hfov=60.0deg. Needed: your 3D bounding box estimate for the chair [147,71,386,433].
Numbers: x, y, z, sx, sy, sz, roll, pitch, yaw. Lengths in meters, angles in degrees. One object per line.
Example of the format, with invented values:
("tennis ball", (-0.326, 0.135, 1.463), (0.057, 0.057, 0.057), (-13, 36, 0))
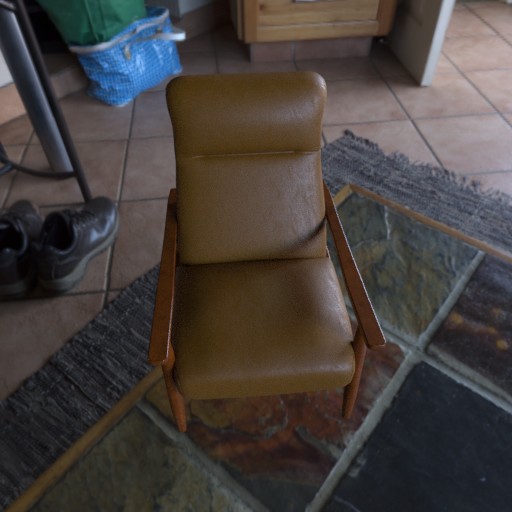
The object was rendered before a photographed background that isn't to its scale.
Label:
("chair", (0.000, 0.000, 1.804), (0.762, 1.082, 1.014), (-3, 47, -3))
